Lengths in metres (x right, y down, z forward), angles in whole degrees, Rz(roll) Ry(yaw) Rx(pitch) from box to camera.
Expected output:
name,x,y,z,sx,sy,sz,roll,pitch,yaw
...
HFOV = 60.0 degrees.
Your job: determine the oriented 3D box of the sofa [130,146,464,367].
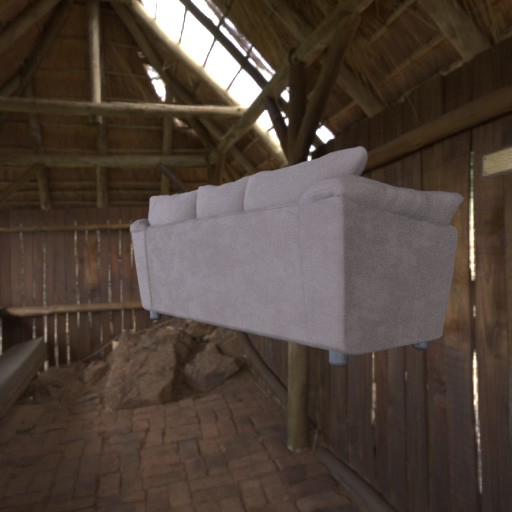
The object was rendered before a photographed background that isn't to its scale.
name,x,y,z,sx,sy,sz,roll,pitch,yaw
sofa,0.000,0.000,2.881,0.893,0.981,2.377,1,-1,-36
